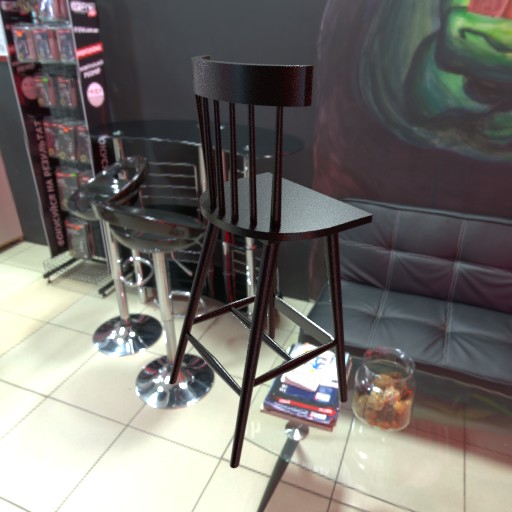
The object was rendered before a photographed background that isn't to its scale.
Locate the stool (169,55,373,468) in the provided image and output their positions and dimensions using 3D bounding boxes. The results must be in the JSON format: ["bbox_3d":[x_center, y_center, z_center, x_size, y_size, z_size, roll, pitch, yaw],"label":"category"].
[{"bbox_3d":[0.000,0.000,1.345,0.483,1.092,0.482,-18,32,-31],"label":"stool"}]
